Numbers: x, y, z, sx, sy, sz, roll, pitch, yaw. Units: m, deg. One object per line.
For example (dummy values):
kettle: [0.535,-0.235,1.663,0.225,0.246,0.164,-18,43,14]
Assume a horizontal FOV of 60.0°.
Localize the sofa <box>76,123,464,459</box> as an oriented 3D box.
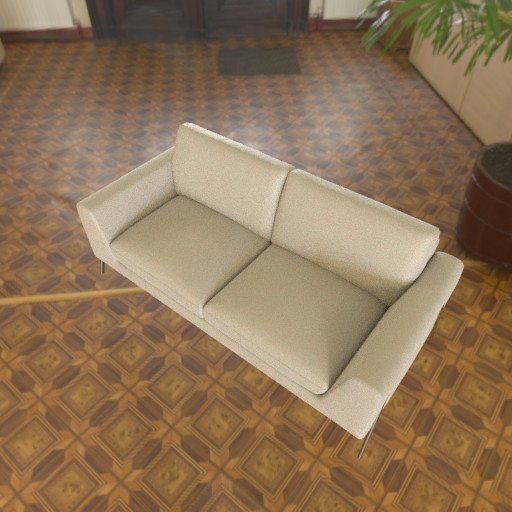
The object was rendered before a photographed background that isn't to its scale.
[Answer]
sofa: [0.000,0.000,2.568,2.017,0.875,0.953,29,52,26]
